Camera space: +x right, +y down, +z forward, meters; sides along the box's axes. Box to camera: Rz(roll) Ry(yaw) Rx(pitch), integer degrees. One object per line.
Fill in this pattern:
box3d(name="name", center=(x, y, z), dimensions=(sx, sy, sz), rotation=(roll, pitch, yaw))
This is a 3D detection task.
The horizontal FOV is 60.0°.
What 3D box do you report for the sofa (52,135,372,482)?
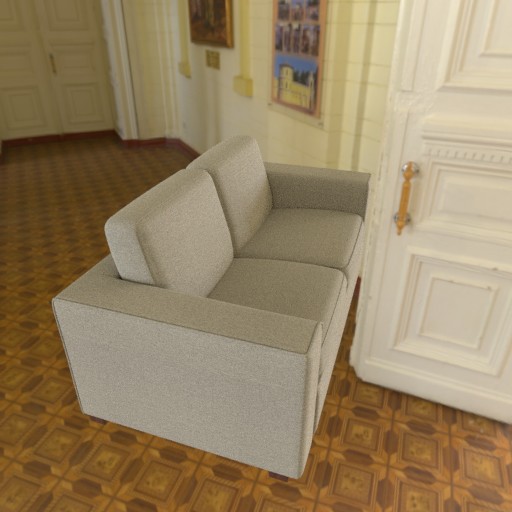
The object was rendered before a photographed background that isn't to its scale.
box3d(name="sofa", center=(0.000, 0.000, 2.357), dimensions=(1.007, 0.924, 1.812), rotation=(10, 31, 16))
